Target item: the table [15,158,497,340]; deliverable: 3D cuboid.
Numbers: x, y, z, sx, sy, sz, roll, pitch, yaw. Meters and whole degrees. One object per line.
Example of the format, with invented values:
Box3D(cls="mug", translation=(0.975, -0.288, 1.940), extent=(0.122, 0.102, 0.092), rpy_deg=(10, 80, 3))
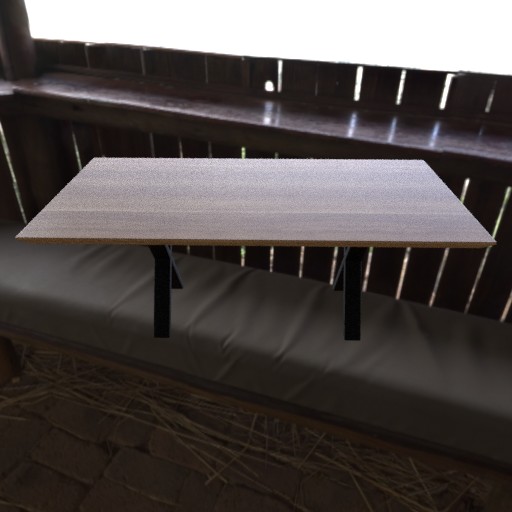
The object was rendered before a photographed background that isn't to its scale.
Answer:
Box3D(cls="table", translation=(0.000, 0.000, 2.466), extent=(2.000, 0.770, 1.000), rpy_deg=(1, 32, 1))
